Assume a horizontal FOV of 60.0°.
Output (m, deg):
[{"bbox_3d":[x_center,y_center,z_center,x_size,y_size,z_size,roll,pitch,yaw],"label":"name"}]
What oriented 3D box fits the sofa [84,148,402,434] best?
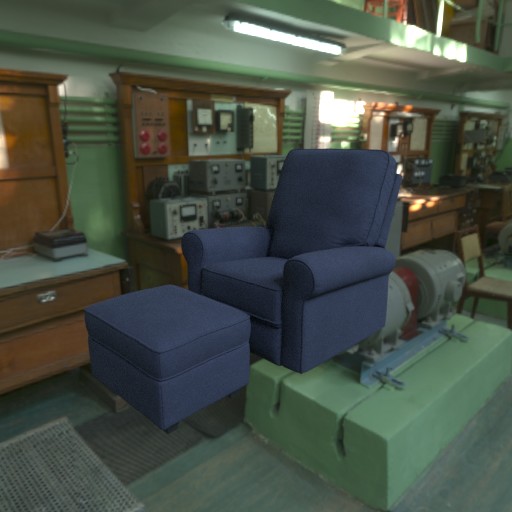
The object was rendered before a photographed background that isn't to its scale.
[{"bbox_3d":[0.000,0.000,2.084,0.880,0.959,1.478,14,21,42],"label":"sofa"}]
